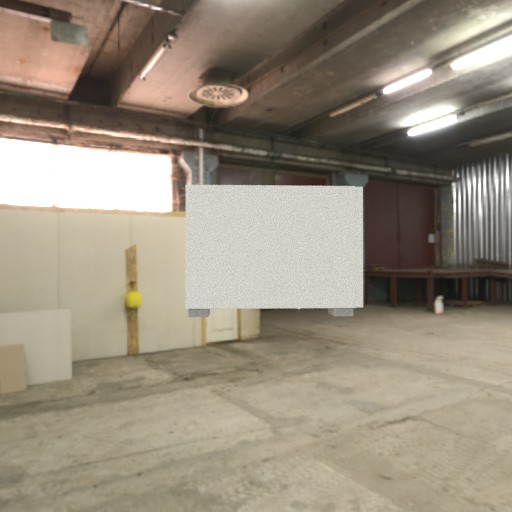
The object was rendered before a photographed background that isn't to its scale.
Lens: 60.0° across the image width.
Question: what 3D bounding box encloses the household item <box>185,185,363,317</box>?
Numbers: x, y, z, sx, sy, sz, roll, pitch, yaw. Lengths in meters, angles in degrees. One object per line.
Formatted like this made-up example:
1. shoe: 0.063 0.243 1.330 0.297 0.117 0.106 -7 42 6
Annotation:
1. household item: 0.000 0.000 1.968 0.420 0.310 1.850 0 -1 -3
